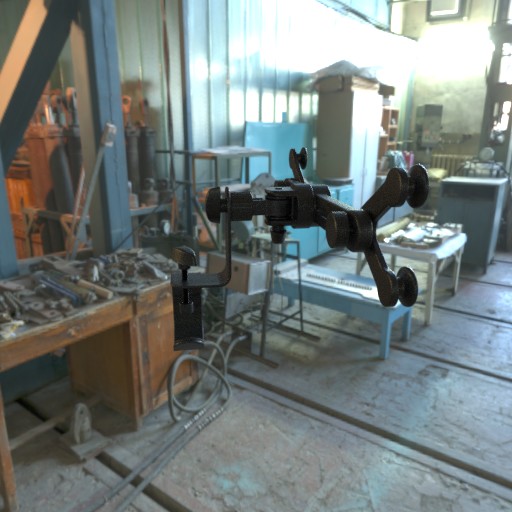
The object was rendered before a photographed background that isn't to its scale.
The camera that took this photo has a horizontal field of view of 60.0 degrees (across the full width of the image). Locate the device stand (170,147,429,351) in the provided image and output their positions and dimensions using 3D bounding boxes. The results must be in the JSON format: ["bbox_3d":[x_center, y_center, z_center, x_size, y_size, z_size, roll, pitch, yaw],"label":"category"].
[{"bbox_3d":[0.000,0.000,0.367,0.142,0.166,0.270,-2,16,-8],"label":"device stand"}]
